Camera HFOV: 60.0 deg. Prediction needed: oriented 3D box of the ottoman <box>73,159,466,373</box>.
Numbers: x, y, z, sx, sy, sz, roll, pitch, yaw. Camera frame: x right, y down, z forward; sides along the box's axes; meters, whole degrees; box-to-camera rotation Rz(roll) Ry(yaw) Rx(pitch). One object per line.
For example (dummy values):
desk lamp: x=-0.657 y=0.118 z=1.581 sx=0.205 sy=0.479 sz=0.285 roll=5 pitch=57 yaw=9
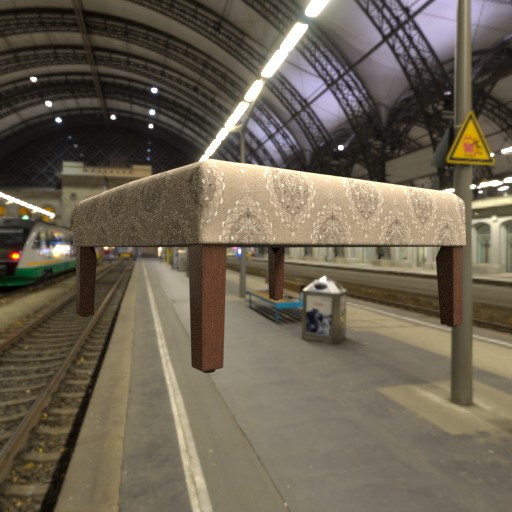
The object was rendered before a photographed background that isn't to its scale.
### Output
ottoman: x=0.000 y=0.000 z=1.395 sx=0.889 sy=0.411 sz=0.890 roll=-1 pitch=1 yaw=-36
